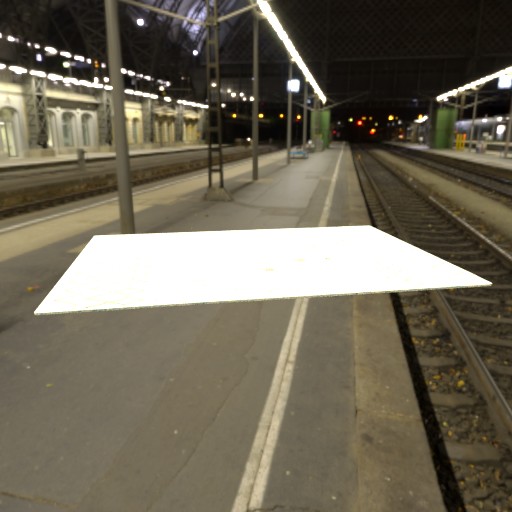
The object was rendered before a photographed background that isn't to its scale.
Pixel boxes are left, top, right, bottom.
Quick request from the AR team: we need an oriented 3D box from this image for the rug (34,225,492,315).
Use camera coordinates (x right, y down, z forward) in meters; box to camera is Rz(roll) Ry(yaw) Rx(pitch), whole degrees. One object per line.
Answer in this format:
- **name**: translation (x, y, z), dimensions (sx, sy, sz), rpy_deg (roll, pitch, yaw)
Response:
- **rug**: translation (0.000, 0.000, 2.316), dimensions (1.820, 0.009, 1.260), rpy_deg (-3, 16, -10)
